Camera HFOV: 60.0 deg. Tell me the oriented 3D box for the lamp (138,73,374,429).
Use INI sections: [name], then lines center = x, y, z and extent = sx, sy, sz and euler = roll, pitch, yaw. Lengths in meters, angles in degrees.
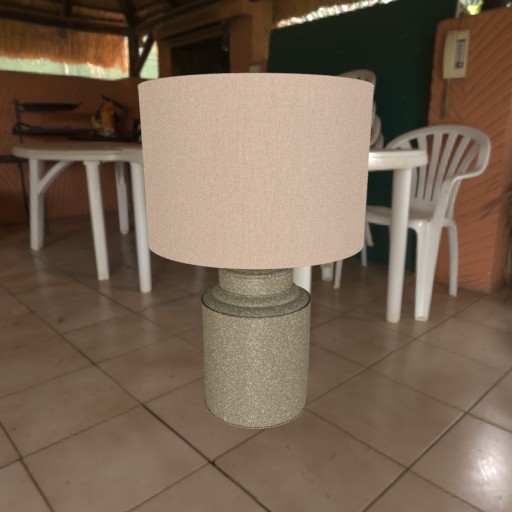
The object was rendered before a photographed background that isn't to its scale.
[lamp]
center = 0.000, 0.000, 0.678
extent = 0.318, 0.486, 0.318
euler = 0, 15, 0
